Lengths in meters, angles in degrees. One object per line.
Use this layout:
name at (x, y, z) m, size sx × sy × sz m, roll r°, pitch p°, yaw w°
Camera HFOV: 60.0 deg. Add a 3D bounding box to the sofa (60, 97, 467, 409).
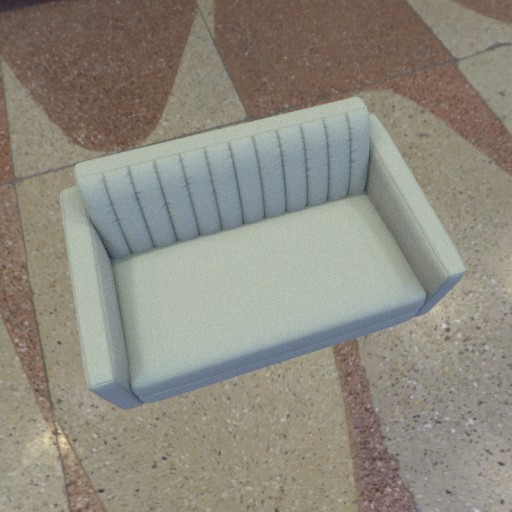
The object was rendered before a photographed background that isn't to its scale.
sofa at (0.000, 0.000, 2.130) m, size 1.585 × 0.801 × 0.950 m, roll -16°, pitch 64°, yaw -8°
